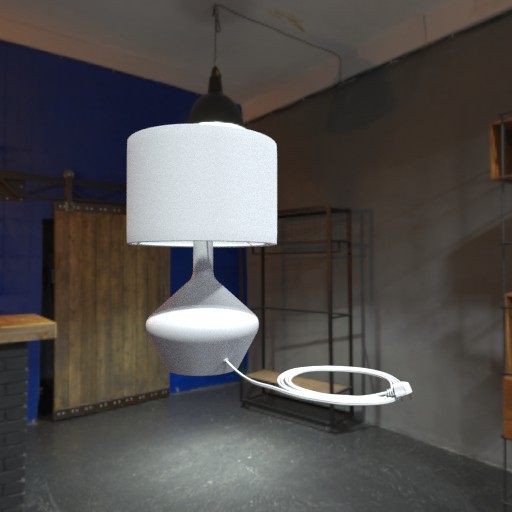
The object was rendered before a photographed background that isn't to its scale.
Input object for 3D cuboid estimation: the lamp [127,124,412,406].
[{"bbox_3d":[0.000,0.000,0.848,0.401,0.457,0.546,1,-1,-36],"label":"lamp"}]
